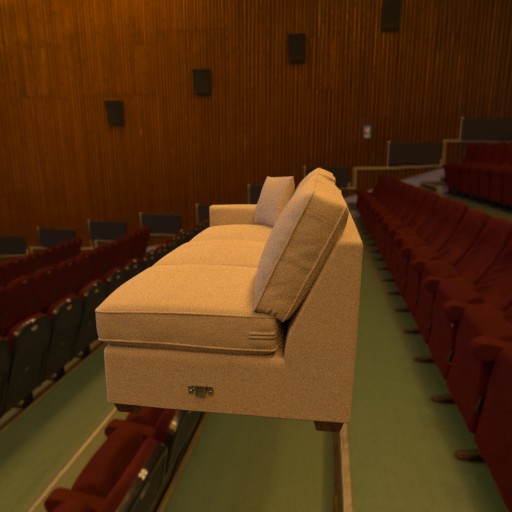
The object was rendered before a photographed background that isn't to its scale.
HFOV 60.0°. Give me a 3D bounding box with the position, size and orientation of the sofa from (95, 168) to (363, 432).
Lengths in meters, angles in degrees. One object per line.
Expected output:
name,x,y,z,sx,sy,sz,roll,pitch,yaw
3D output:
sofa,0.000,0.000,2.583,1.034,0.946,1.962,2,14,8
